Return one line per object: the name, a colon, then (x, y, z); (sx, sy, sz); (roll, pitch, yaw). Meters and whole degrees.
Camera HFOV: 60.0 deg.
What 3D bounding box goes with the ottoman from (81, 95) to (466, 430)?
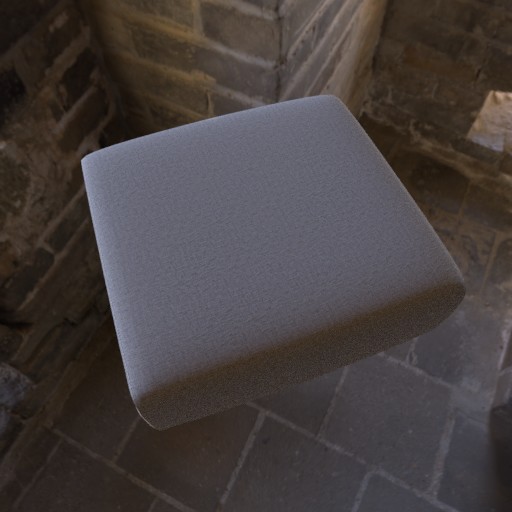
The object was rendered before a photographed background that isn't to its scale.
ottoman: (0.000, 0.000, 1.071); (0.655, 0.399, 0.648); (-17, 60, -10)
